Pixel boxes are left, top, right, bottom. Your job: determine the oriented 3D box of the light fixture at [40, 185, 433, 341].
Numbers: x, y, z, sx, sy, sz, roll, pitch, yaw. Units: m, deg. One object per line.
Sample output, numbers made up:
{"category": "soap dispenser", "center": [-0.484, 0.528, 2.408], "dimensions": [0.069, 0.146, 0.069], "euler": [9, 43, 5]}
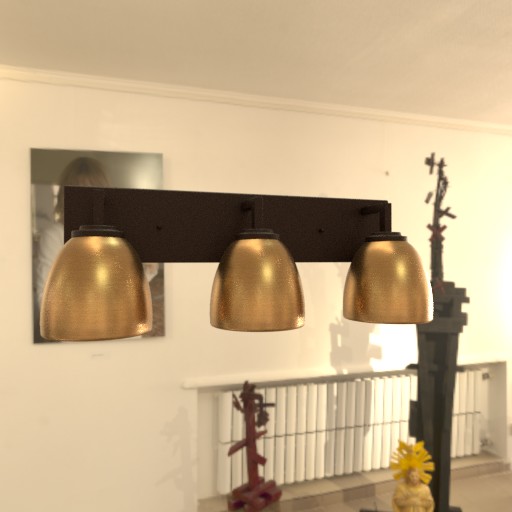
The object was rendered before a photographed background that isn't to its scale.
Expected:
{"category": "light fixture", "center": [0.000, 0.000, 0.661], "dimensions": [0.582, 0.204, 0.157], "euler": [0, 0, -18]}
